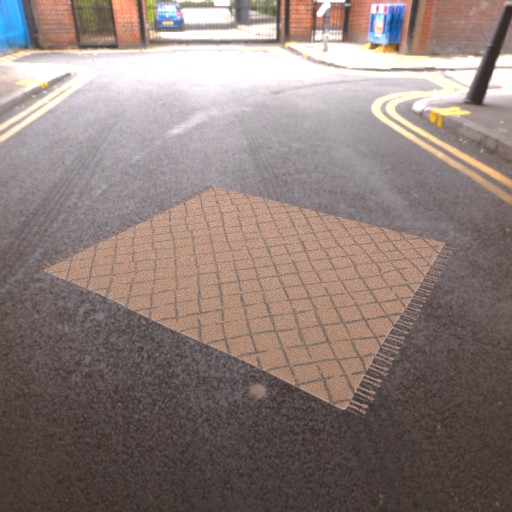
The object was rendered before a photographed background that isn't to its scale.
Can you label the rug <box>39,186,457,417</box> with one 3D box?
[{"bbox_3d":[0.000,0.000,4.827,3.585,0.036,2.892,18,34,28],"label":"rug"}]
